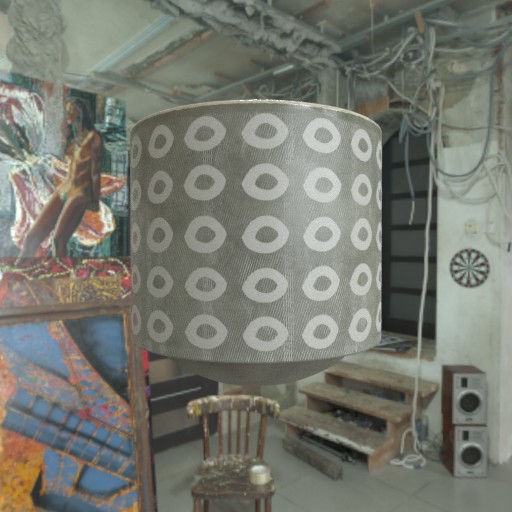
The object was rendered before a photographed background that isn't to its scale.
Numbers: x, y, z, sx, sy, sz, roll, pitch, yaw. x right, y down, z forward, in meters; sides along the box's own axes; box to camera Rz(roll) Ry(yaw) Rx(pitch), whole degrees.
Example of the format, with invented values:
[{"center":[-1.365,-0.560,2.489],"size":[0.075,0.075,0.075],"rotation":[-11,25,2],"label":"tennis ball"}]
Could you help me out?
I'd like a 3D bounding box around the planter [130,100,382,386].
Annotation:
[{"center":[0.000,0.000,0.459],"size":[0.250,0.239,0.250],"rotation":[0,1,0],"label":"planter"}]
